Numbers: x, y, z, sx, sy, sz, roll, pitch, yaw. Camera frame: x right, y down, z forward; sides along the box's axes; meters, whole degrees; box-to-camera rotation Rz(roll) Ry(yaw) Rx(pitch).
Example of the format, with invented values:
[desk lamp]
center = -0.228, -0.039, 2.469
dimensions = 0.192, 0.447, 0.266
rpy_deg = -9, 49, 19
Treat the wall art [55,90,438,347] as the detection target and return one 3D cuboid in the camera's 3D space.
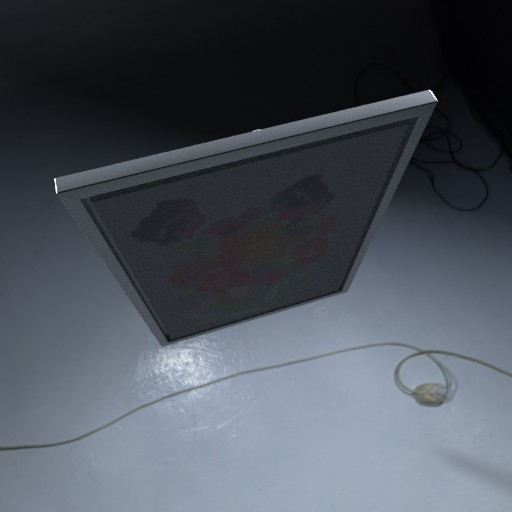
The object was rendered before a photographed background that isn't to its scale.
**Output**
[wall art]
center = 0.000, 0.000, 1.373
dimensions = 0.805, 1.056, 0.042
rpy_deg = -15, 64, -8
